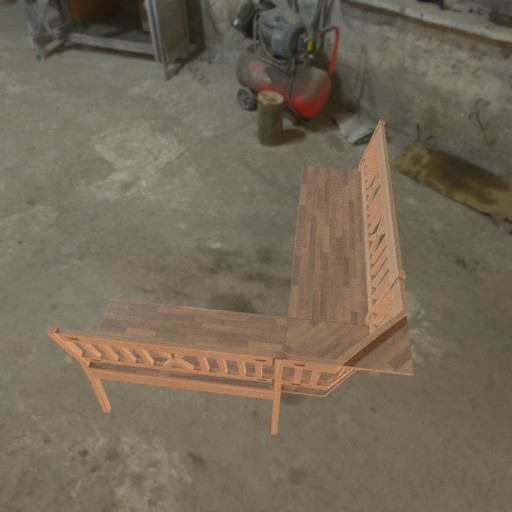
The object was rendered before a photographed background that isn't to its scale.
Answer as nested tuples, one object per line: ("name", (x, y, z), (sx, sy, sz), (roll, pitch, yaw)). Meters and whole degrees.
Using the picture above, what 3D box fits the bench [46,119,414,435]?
("bench", (0.000, 0.000, 2.782), (1.537, 0.902, 1.937), (5, 47, 5))
